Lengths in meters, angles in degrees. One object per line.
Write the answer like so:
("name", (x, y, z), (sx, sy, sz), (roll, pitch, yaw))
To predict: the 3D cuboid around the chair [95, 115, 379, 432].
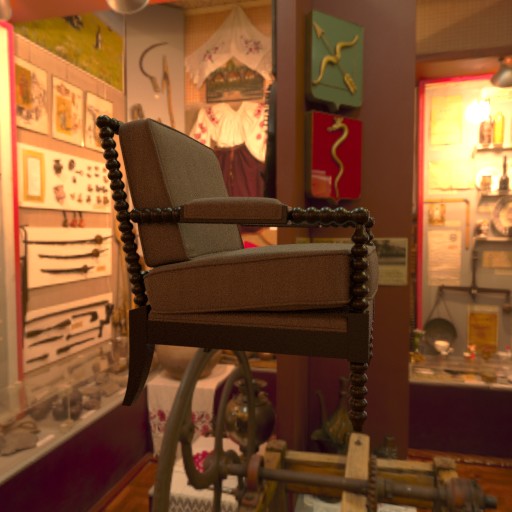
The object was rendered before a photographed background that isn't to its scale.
("chair", (0.000, 0.000, 1.160), (0.622, 0.661, 0.540), (1, 3, 16))
